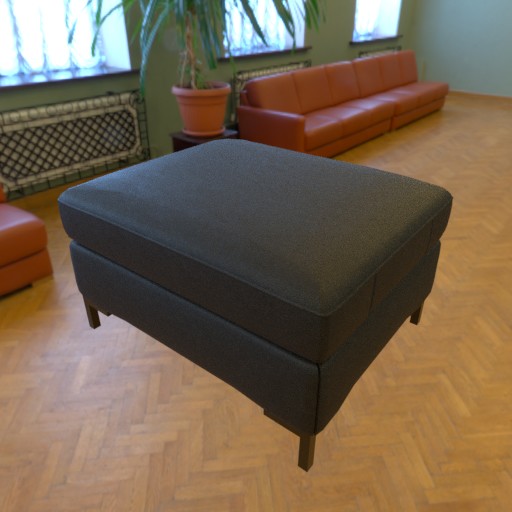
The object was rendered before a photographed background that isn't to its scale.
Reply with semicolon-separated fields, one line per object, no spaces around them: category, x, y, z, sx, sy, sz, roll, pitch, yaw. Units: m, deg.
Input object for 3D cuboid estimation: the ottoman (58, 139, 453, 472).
ottoman;0.000;0.000;1.799;1.187;0.696;0.967;21;36;32
